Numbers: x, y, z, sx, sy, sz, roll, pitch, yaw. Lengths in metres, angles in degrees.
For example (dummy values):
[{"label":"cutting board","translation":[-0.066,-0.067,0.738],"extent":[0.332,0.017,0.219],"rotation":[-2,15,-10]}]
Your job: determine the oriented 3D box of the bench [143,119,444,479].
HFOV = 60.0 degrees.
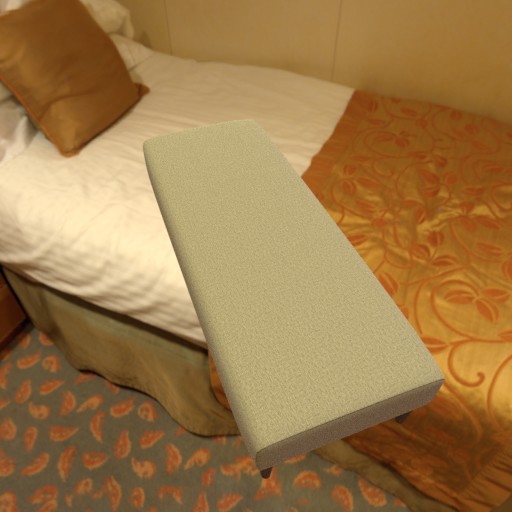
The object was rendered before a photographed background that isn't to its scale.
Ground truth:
[{"label":"bench","translation":[0.000,0.000,1.842],"extent":[0.631,0.383,1.598],"rotation":[-15,48,-14]}]
